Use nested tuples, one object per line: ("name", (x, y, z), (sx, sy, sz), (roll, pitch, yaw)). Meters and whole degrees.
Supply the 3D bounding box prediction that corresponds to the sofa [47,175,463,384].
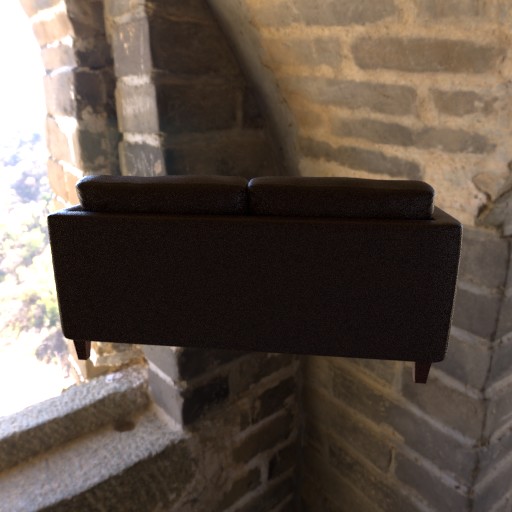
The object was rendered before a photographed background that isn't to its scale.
("sofa", (0.000, 0.000, 2.461), (1.883, 0.933, 0.951), (2, 16, 7))
